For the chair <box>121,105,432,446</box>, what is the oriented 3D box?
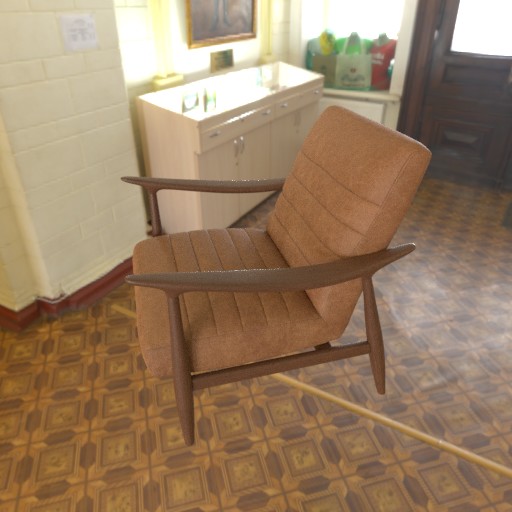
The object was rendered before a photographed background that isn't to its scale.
[{"bbox_3d":[0.000,0.000,1.456,0.798,0.832,0.741,-8,31,-13],"label":"chair"}]
